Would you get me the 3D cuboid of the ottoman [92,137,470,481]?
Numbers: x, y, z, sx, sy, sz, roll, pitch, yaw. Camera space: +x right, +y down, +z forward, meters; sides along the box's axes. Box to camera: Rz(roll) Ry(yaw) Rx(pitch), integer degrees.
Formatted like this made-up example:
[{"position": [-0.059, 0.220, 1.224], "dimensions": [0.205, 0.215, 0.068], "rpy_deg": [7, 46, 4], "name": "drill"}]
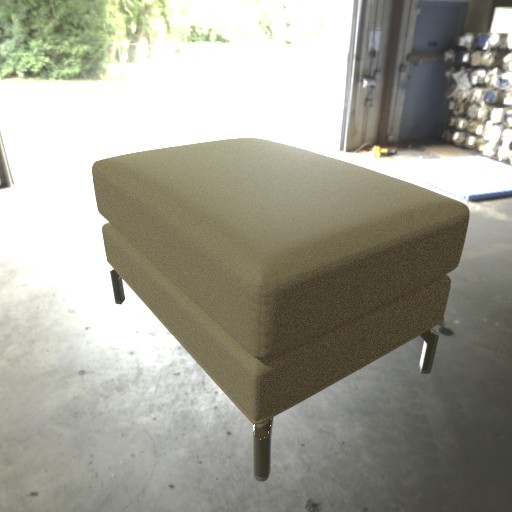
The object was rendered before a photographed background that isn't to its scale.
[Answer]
[{"position": [0.000, 0.000, 1.189], "dimensions": [0.581, 0.497, 0.835], "rpy_deg": [-18, 31, -31], "name": "ottoman"}]
